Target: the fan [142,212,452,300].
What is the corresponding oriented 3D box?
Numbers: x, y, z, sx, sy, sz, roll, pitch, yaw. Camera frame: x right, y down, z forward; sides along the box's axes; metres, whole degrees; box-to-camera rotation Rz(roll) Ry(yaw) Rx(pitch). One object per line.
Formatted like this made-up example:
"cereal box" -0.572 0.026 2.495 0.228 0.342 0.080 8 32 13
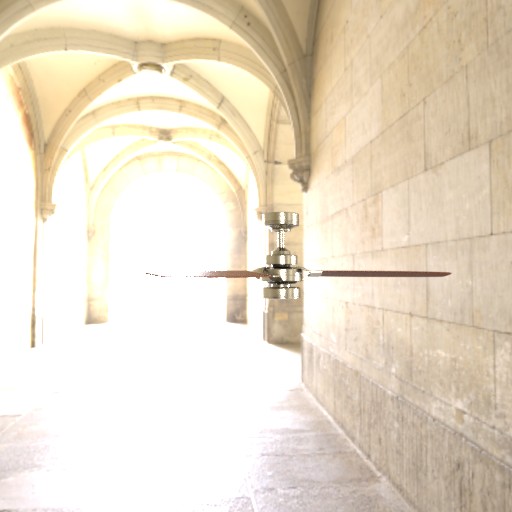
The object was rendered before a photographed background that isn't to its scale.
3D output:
"fan" 0.000 0.000 2.024 1.416 0.410 1.271 -2 -3 37
